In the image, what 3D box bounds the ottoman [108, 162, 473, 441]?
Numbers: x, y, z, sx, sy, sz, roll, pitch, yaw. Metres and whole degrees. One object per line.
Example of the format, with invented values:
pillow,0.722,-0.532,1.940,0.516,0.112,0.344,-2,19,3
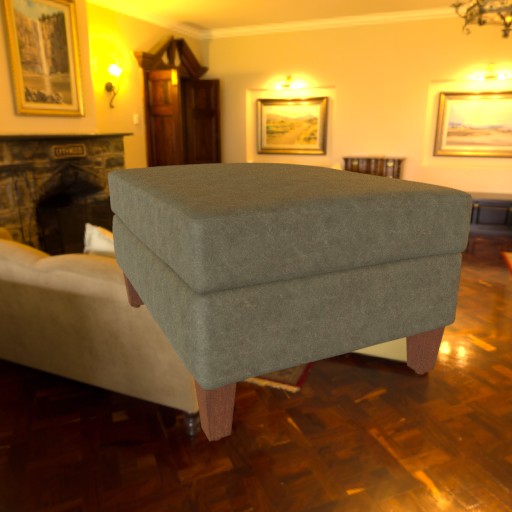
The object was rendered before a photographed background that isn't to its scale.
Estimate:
ottoman,0.000,0.000,1.206,0.639,0.464,0.839,-8,18,-25
